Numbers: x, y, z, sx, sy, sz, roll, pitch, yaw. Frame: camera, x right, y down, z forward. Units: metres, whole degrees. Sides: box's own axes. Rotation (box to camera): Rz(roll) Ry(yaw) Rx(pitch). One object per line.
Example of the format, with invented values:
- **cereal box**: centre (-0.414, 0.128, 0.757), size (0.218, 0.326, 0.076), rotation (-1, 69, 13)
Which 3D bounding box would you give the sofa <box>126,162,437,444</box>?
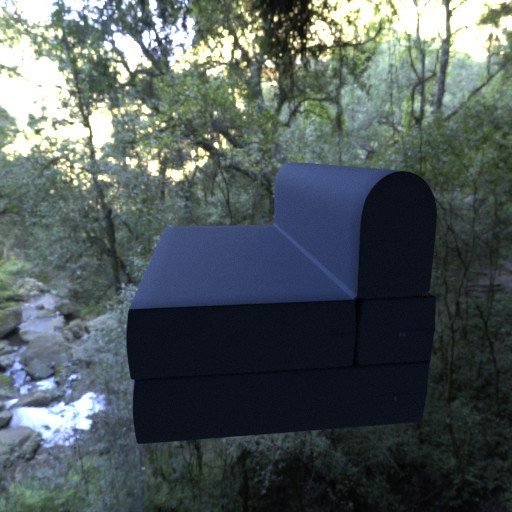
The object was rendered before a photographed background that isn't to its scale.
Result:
- **sofa**: centre (0.000, 0.000, 1.640), size (0.762, 0.660, 1.219), rotation (-2, 13, -7)
